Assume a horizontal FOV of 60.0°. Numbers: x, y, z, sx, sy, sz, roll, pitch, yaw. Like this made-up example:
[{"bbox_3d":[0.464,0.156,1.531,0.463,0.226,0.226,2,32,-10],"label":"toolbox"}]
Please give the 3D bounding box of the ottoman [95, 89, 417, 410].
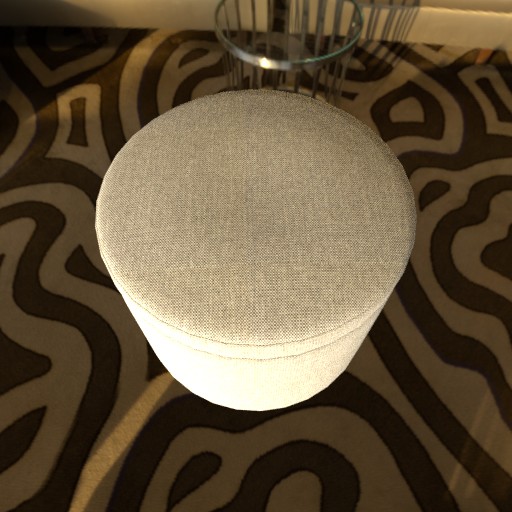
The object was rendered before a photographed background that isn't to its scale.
[{"bbox_3d":[0.000,0.000,0.854,0.500,0.419,0.500,0,59,0],"label":"ottoman"}]
